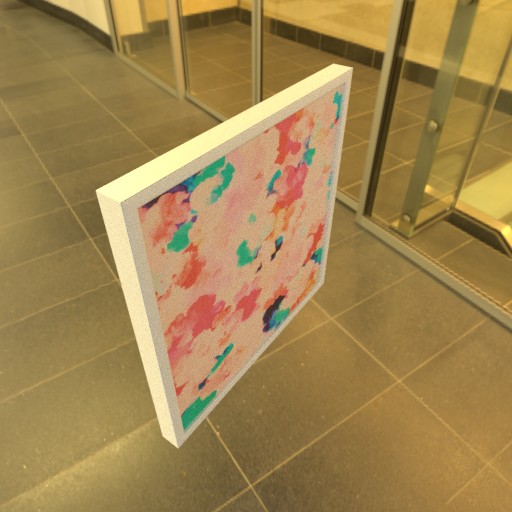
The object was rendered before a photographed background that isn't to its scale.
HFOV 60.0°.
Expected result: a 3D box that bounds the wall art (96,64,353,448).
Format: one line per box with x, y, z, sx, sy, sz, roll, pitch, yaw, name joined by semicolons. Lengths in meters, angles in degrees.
0.000;0.000;0.765;0.038;0.505;0.506;25;46;27;wall art
